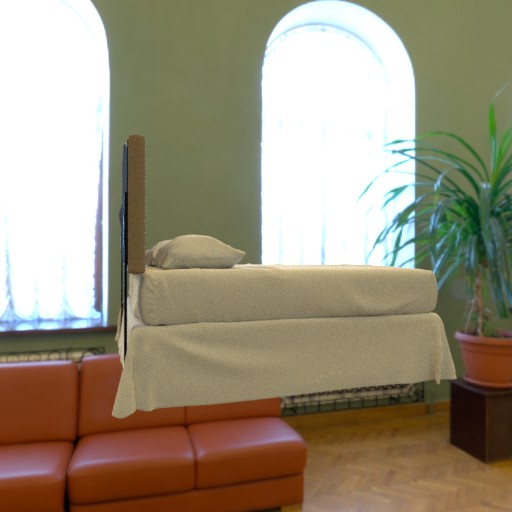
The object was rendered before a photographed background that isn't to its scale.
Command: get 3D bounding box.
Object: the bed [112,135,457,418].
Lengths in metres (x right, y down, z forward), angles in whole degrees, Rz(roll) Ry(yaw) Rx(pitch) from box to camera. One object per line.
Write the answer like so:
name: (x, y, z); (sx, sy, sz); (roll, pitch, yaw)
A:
bed: (0.000, 0.000, 3.630); (2.222, 1.651, 2.311); (0, 0, -17)
